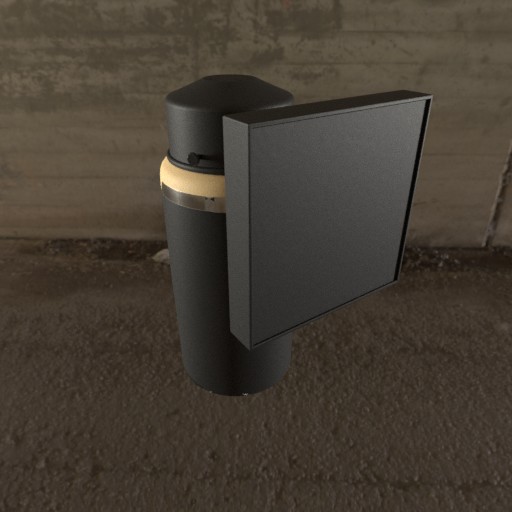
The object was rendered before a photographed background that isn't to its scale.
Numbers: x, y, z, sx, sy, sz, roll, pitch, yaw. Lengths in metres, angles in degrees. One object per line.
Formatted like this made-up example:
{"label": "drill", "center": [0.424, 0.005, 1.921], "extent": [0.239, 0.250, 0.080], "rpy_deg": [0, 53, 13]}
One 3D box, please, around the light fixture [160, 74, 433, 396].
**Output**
{"label": "light fixture", "center": [0.000, 0.000, 0.351], "extent": [0.130, 0.257, 0.176], "rpy_deg": [-19, 34, -30]}
